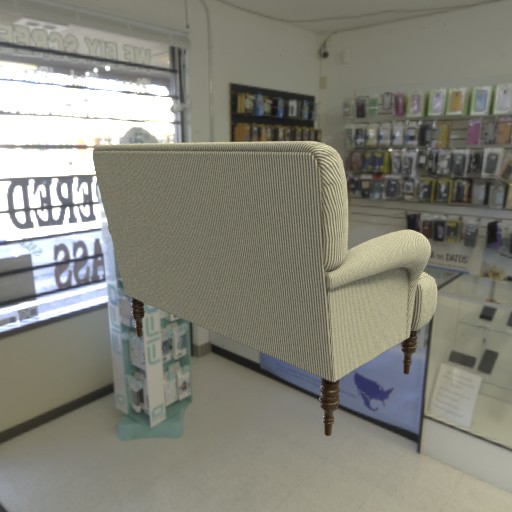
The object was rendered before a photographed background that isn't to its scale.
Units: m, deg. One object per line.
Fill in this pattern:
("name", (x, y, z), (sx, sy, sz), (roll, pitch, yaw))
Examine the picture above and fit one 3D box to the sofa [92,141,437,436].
("sofa", (0.000, 0.000, 1.812), (1.297, 0.889, 0.779), (13, 18, 42))
